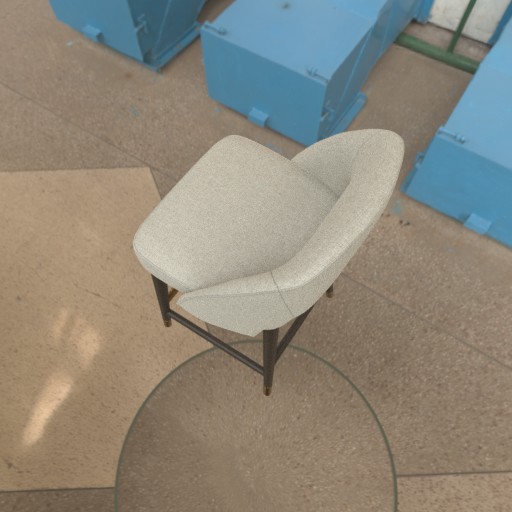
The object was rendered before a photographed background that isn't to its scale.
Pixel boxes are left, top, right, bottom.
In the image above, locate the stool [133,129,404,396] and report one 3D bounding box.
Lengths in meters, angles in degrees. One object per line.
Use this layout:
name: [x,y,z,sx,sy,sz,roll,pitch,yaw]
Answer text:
stool: [0.000,0.000,1.211,0.509,0.940,0.494,31,68,14]
